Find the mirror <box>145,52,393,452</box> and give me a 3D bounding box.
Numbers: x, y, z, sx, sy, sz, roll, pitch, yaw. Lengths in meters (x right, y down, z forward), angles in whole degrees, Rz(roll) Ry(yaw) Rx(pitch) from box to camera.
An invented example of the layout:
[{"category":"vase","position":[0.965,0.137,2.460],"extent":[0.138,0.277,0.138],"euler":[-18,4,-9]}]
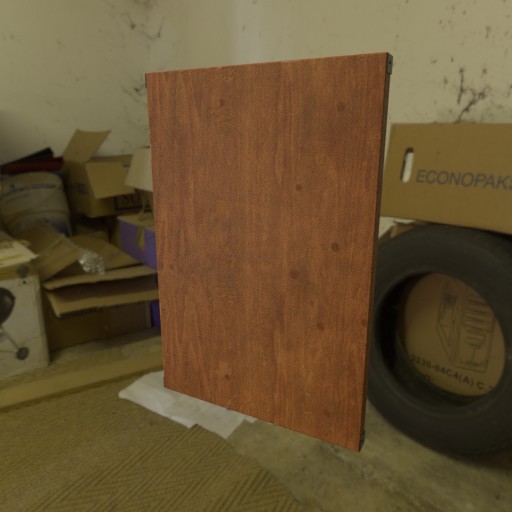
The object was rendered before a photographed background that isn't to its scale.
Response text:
[{"category":"mirror","position":[0.000,0.000,0.954],"extent":[0.517,0.761,0.053],"euler":[8,17,27]}]
